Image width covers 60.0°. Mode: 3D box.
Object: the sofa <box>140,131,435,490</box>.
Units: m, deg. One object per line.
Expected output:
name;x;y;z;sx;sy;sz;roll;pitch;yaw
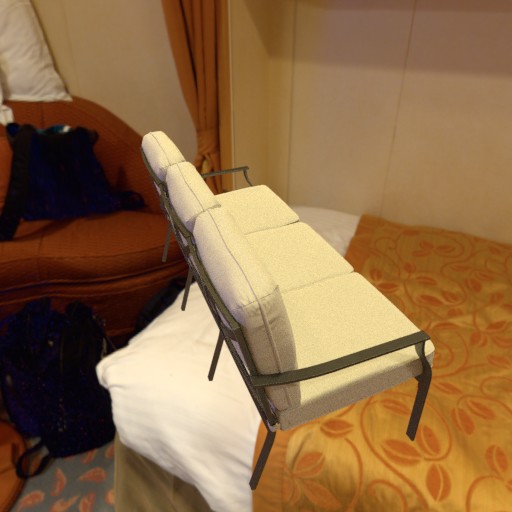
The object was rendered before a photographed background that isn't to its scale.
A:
sofa;0.000;0.000;2.114;0.787;0.860;1.740;-11;33;-18
